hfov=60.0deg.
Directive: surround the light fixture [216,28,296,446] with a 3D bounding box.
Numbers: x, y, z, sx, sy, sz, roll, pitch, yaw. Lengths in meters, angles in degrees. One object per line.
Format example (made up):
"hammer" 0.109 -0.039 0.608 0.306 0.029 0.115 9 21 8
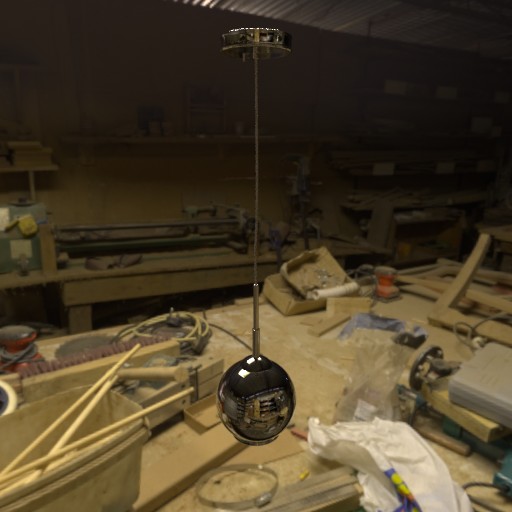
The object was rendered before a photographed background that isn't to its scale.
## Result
"light fixture" 0.000 0.000 1.702 0.336 1.538 0.336 -7 16 -27
